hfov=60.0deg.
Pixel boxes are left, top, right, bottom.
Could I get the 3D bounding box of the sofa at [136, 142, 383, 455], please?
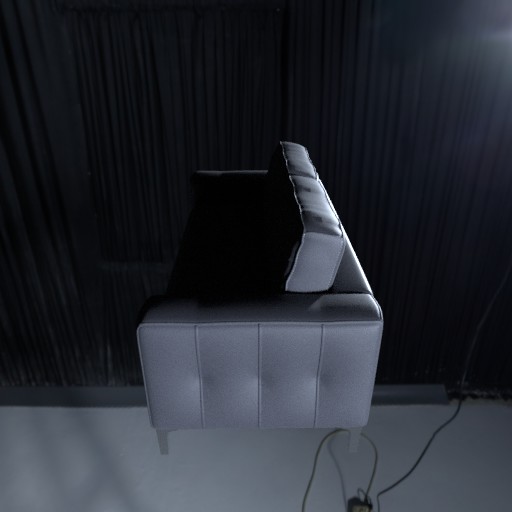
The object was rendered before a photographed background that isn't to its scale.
[{"bbox_3d":[0.000,0.000,2.264,0.833,0.893,1.726,0,28,-1],"label":"sofa"}]
